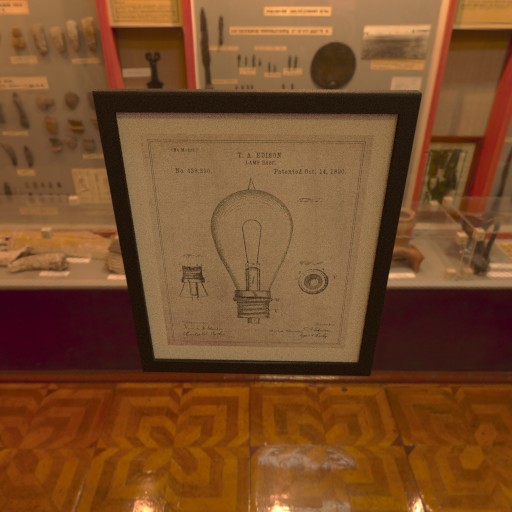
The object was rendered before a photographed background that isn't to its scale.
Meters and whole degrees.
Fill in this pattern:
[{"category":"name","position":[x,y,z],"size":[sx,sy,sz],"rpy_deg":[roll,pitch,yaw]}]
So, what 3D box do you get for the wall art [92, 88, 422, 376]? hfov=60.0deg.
[{"category":"wall art","position":[0.000,0.000,0.716],"size":[0.430,0.509,0.021],"rpy_deg":[1,31,1]}]
